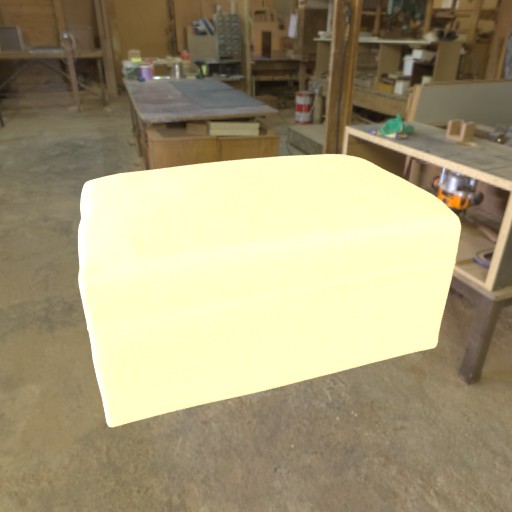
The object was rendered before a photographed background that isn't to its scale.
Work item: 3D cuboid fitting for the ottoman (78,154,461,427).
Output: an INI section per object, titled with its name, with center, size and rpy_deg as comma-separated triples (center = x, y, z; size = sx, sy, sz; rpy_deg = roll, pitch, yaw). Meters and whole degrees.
[ottoman]
center = 0.000, 0.000, 1.213
size = 0.872, 0.444, 0.590
rpy_deg = -9, 29, -16
